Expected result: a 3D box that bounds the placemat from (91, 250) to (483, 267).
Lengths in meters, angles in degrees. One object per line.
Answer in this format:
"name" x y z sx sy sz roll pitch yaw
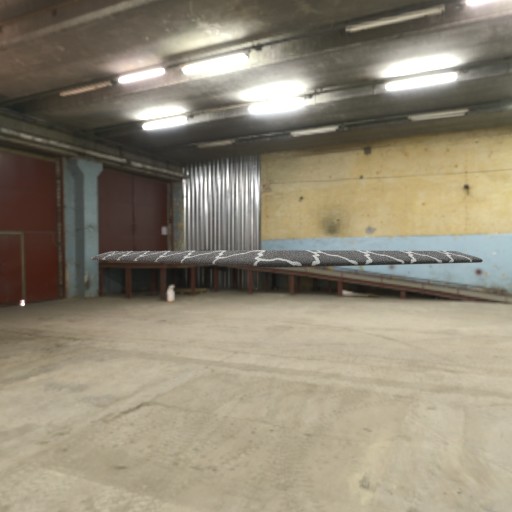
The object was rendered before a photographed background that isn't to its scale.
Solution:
"placemat" 0.000 0.000 0.967 0.508 0.021 0.762 0 1 -36
